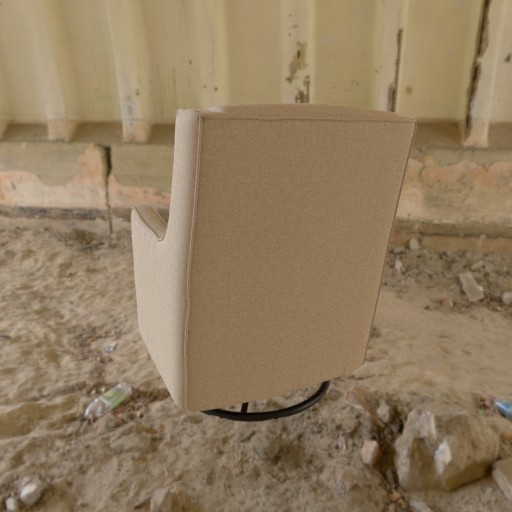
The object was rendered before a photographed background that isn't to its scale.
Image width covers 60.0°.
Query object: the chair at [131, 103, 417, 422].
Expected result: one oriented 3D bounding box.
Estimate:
[{"bbox_3d":[0.000,0.000,1.586,0.732,0.993,0.879,-7,16,-24],"label":"chair"}]
